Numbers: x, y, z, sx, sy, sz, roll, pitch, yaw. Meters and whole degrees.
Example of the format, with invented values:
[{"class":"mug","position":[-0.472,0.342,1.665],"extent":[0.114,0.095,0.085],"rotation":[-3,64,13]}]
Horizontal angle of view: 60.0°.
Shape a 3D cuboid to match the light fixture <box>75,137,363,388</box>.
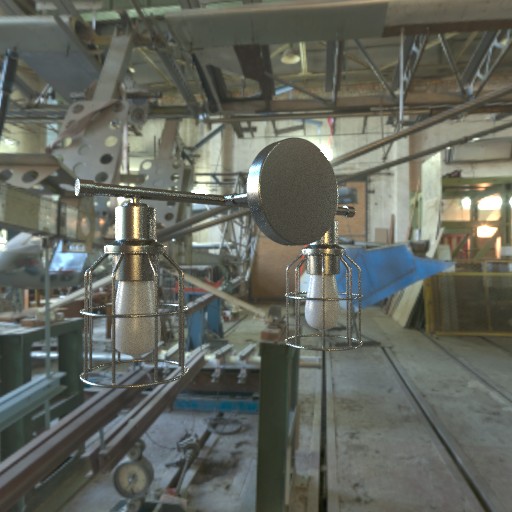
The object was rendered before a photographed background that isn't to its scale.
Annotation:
[{"class":"light fixture","position":[0.000,0.000,0.543],"extent":[0.406,0.254,0.165],"rotation":[0,0,-37]}]
